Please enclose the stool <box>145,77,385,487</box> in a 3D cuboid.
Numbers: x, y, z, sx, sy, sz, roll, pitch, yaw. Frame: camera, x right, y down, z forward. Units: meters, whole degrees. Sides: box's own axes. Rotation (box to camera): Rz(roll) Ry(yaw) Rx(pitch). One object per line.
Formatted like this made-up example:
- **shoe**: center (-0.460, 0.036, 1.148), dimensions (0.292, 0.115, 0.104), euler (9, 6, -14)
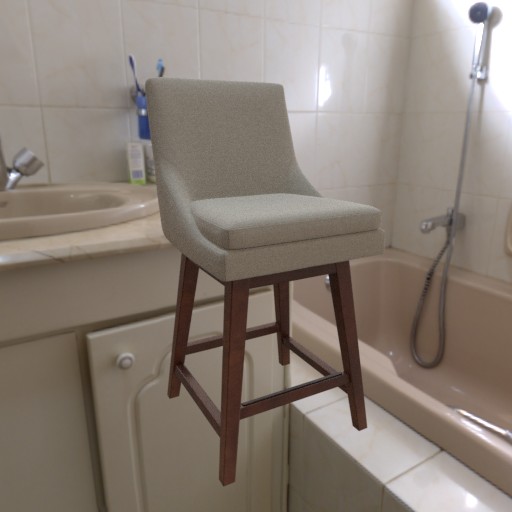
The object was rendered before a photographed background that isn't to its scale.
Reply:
- **stool**: center (0.000, 0.000, 1.278), dimensions (0.469, 0.991, 0.559), euler (-9, 18, -27)
